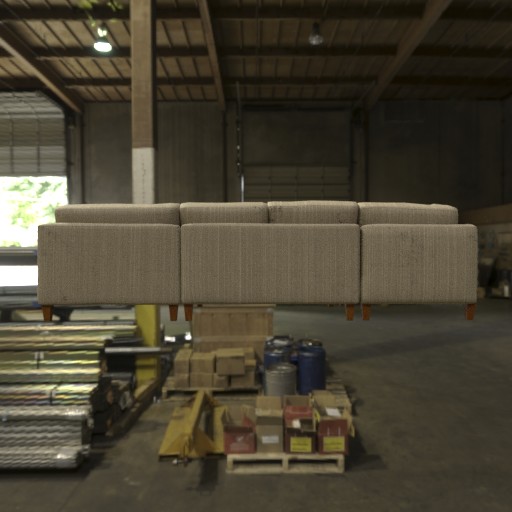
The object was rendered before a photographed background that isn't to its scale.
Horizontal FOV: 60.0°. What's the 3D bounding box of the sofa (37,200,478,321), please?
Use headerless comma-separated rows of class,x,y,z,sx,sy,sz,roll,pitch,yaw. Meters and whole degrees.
sofa,0.000,0.000,4.696,3.460,0.961,2.594,0,1,-1
